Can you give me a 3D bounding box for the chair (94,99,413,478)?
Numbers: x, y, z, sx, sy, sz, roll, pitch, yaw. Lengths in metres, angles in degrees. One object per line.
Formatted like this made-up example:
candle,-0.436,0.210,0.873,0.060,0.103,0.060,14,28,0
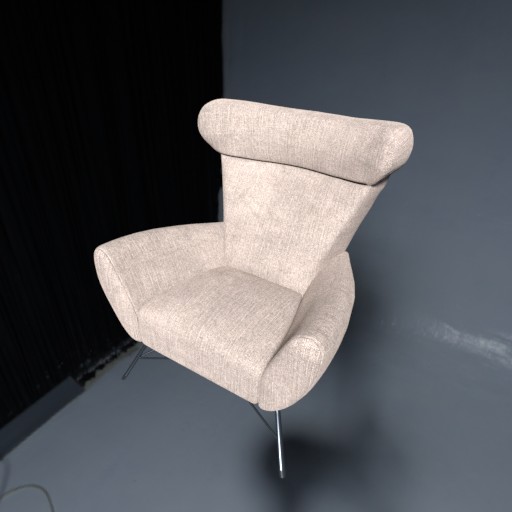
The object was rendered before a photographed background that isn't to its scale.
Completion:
chair,0.000,0.000,1.755,0.980,1.040,0.900,19,36,29
